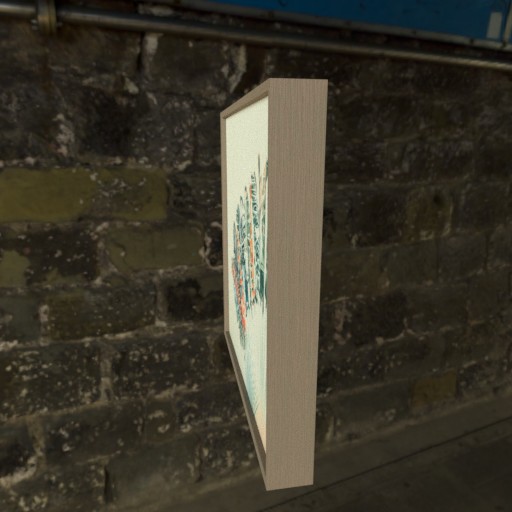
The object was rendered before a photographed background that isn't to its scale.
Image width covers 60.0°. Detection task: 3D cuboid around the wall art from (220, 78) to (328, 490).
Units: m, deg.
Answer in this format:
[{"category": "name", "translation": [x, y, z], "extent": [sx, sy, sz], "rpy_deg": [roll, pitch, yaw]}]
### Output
[{"category": "wall art", "translation": [0.000, 0.000, 0.460], "extent": [0.038, 0.303, 0.304], "rpy_deg": [-2, 14, -10]}]
